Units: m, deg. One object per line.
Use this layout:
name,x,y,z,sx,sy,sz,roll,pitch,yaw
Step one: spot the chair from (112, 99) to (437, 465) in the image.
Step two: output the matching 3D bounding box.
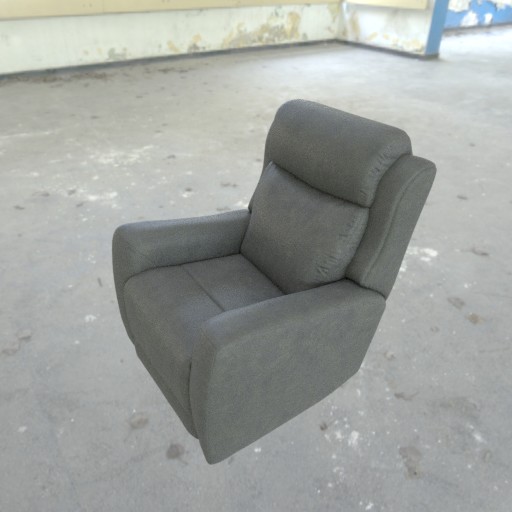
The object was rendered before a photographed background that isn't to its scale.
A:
chair,0.000,0.000,1.933,1.068,1.116,0.967,-20,38,-28
